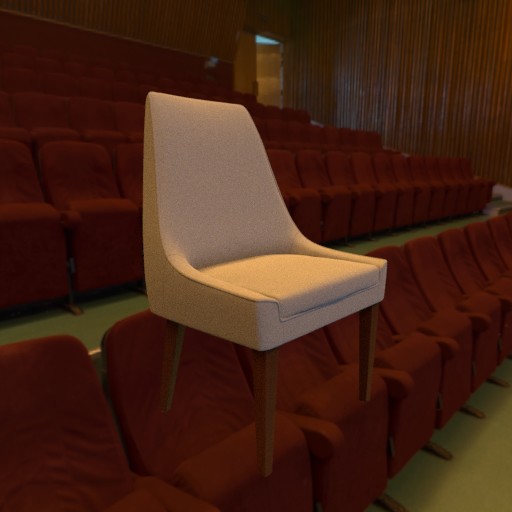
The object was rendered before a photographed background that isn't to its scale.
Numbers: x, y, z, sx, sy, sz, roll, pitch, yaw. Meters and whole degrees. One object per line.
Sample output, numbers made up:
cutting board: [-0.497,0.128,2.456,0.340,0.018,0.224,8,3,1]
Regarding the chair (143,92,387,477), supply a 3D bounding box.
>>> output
chair: [0.000,0.000,1.204,0.544,0.861,0.529,10,15,42]
